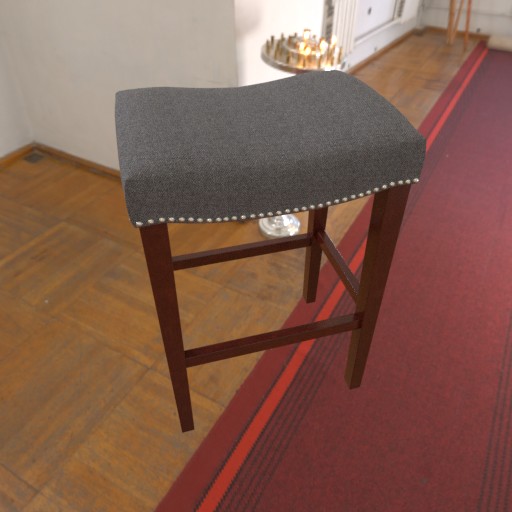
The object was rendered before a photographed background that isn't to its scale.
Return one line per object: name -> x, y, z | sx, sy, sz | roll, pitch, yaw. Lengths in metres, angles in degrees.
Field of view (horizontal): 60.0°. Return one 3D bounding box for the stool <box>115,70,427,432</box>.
stool -> 0.000, 0.000, 1.034 | 0.504, 0.742, 0.372 | -10, 42, -12
